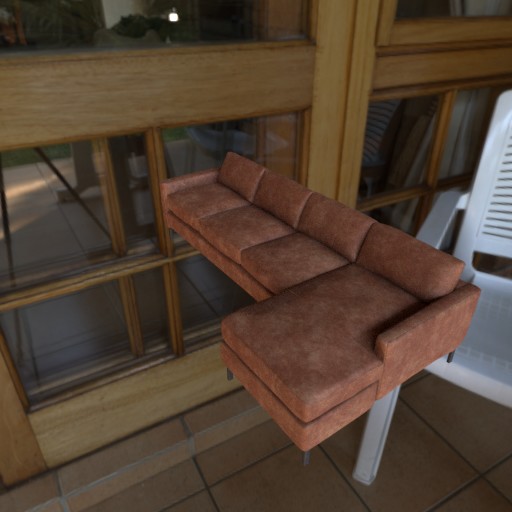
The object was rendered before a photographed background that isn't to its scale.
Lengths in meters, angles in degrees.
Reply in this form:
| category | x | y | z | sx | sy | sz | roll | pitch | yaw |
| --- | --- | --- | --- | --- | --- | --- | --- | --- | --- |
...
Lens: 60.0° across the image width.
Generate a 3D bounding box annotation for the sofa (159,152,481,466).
| category | x | y | z | sx | sy | sz | roll | pitch | yaw |
| --- | --- | --- | --- | --- | --- | --- | --- | --- | --- |
| sofa | 0.000 | 0.000 | 3.636 | 1.471 | 0.859 | 2.993 | -20 | 36 | -30 |
